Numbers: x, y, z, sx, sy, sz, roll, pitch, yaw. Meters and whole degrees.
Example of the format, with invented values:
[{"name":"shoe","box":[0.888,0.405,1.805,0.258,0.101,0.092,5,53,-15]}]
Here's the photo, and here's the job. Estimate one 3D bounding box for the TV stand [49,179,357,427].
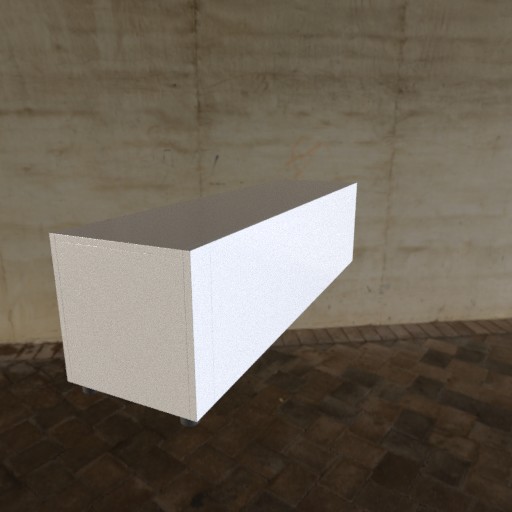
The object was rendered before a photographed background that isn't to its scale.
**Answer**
[{"name":"TV stand","box":[0.000,0.000,1.712,0.410,0.440,1.500,7,17,24]}]
